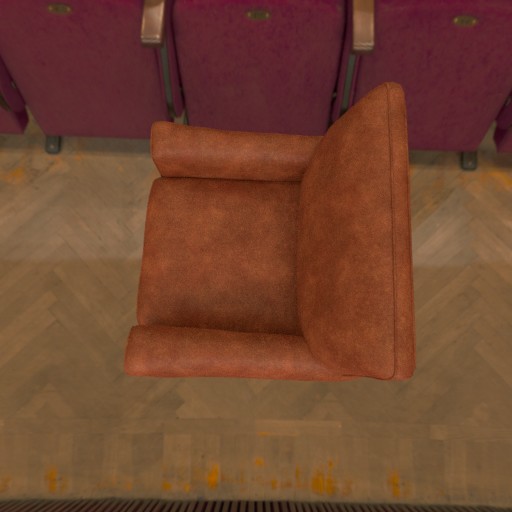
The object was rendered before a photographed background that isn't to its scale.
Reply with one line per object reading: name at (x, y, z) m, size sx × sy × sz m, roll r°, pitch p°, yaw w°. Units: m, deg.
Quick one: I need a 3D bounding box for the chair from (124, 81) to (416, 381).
chair at (0.000, 0.000, 1.598) m, size 0.823 × 0.943 × 0.870 m, roll 3°, pitch 76°, yaw 1°
